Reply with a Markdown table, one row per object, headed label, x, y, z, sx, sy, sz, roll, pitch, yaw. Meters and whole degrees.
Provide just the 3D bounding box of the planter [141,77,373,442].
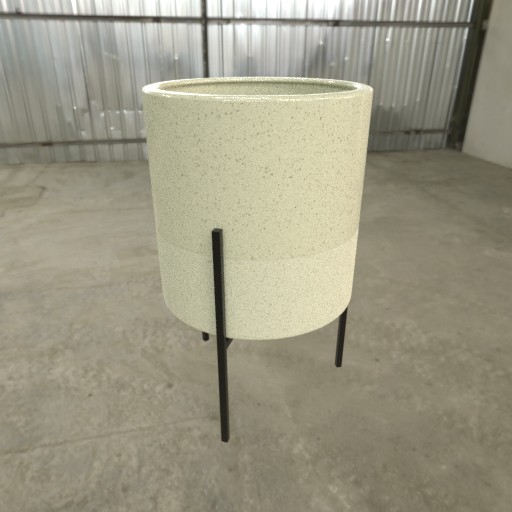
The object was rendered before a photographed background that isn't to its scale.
| label | x | y | z | sx | sy | sz | roll | pitch | yaw |
| --- | --- | --- | --- | --- | --- | --- | --- | --- | --- |
| planter | 0.000 | 0.000 | 0.539 | 0.234 | 0.390 | 0.243 | 8 | 27 | 16 |
